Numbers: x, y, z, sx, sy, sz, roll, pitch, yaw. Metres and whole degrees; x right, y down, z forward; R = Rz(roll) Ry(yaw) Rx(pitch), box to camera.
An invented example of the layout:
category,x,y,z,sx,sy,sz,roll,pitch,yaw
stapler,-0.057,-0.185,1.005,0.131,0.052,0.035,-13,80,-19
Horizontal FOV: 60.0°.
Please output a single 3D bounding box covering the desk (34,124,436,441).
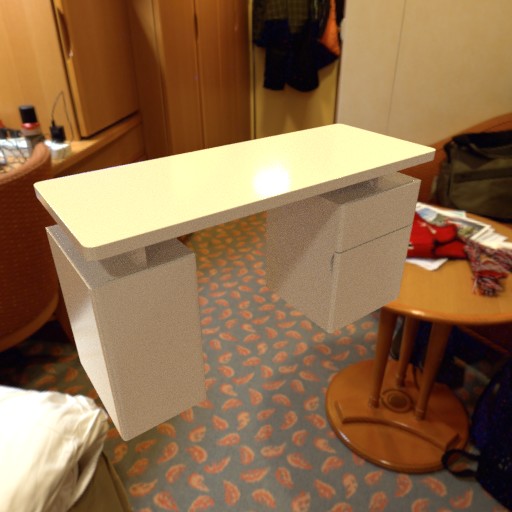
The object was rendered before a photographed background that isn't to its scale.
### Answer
category,x,y,z,sx,sy,sz,roll,pitch,yaw
desk,0.000,0.000,1.791,1.400,0.762,0.550,-20,35,-31
